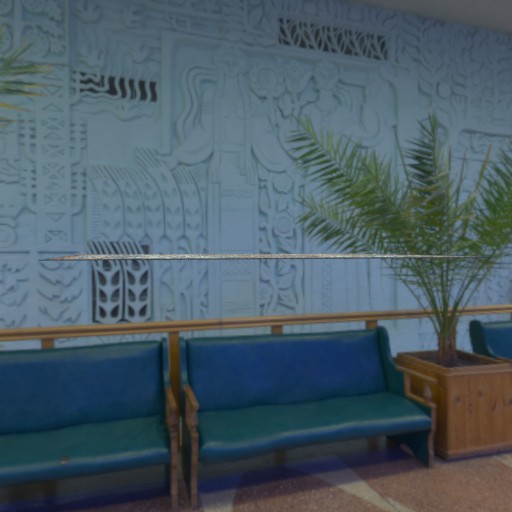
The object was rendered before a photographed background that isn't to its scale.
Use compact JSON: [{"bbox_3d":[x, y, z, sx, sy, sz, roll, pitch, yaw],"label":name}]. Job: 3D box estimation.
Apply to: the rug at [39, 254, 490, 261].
[{"bbox_3d":[0.000,0.000,4.167,3.371,0.008,2.190,0,1,-16],"label":"rug"}]
